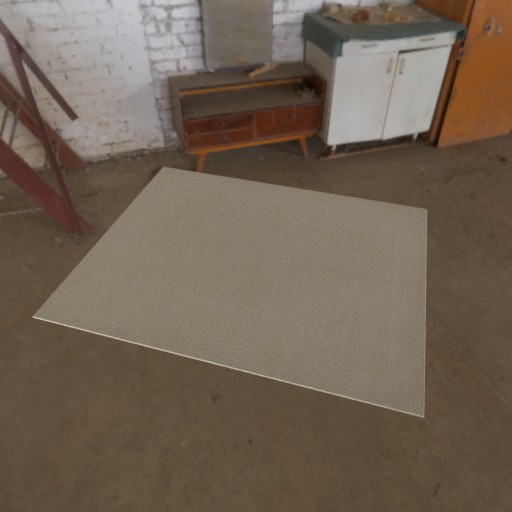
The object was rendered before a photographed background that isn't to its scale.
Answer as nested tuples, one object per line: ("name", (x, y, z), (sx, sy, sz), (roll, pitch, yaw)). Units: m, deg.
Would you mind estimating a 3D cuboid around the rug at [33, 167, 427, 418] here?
("rug", (0.000, 0.000, 3.502), (2.584, 0.011, 2.073), (11, 43, 12))
